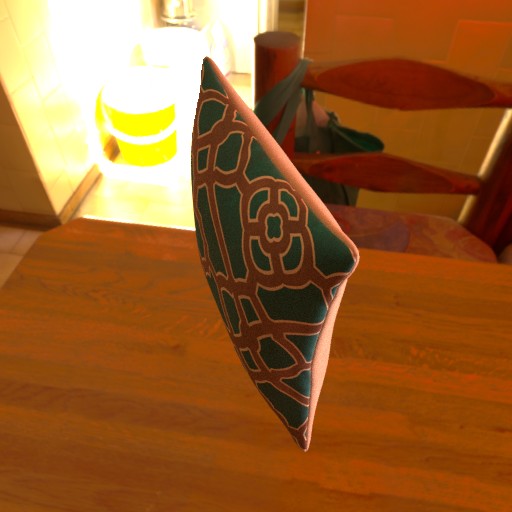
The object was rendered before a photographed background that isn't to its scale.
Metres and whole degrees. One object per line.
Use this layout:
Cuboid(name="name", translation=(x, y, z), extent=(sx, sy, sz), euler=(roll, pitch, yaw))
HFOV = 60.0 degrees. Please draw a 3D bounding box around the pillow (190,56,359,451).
Cuboid(name="pillow", translation=(0.000, 0.000, 0.786), extent=(0.166, 0.507, 0.526), euler=(-16, 48, -14))
